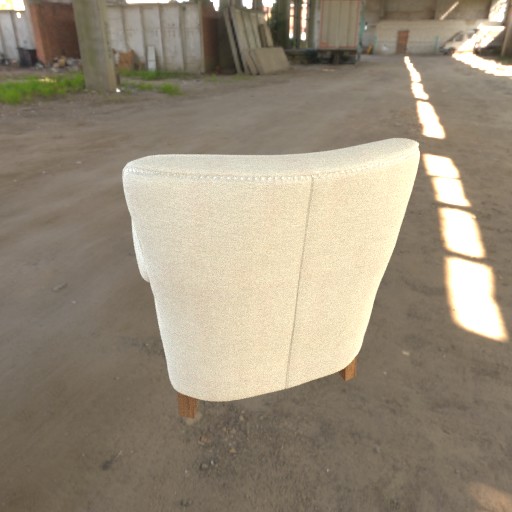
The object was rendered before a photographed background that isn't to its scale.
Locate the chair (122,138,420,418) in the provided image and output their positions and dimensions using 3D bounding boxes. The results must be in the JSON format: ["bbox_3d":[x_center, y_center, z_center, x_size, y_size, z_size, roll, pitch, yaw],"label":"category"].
[{"bbox_3d":[0.000,0.000,1.629,0.861,0.936,0.921,-8,28,-15],"label":"chair"}]
